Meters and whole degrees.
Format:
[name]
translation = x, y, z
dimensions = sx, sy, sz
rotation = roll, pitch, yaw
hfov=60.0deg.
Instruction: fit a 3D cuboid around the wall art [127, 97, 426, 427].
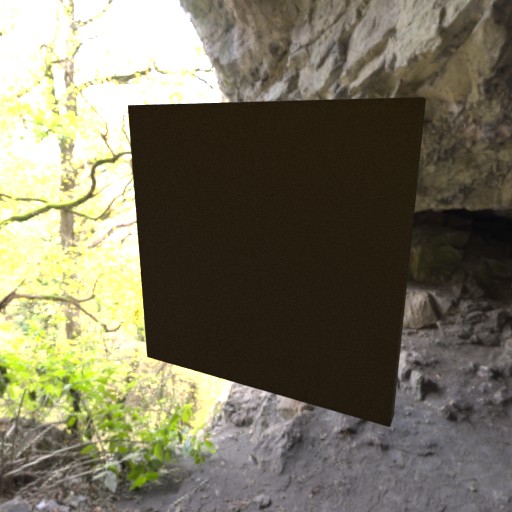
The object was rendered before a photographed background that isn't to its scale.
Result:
[wall art]
translation = 0.000, 0.000, 0.770
dimensions = 0.503, 0.506, 0.030
rotation = 8, 18, 26
